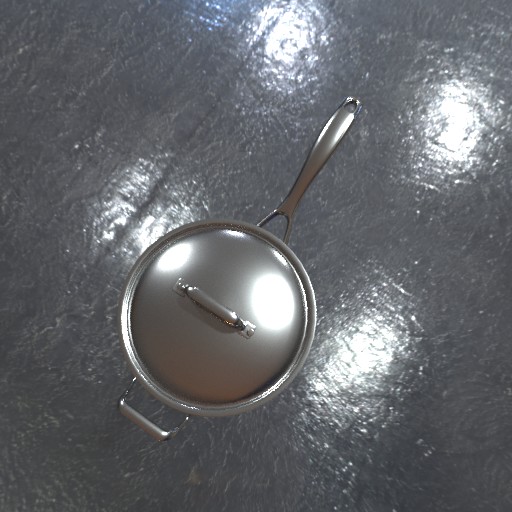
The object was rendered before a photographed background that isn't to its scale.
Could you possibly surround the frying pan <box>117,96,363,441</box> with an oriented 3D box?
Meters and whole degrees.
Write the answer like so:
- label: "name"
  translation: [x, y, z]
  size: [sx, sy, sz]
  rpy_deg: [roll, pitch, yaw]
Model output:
- label: "frying pan"
  translation: [0.000, 0.000, 0.577]
  size: [0.245, 0.111, 0.492]
  rpy_deg: [32, 76, 9]
